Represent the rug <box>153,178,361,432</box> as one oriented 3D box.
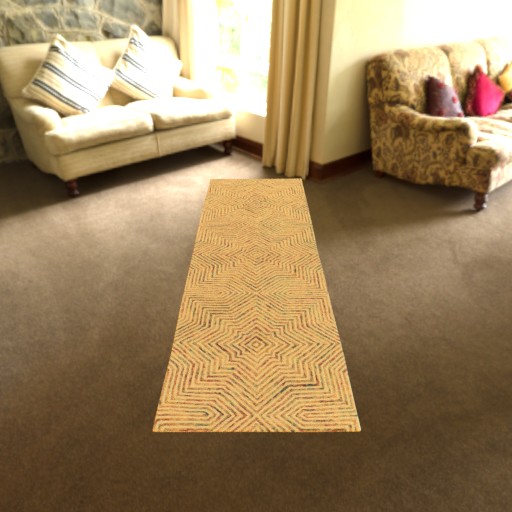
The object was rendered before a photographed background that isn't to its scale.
[{"bbox_3d":[0.000,0.000,2.661,0.771,0.009,2.443,0,32,0],"label":"rug"}]
